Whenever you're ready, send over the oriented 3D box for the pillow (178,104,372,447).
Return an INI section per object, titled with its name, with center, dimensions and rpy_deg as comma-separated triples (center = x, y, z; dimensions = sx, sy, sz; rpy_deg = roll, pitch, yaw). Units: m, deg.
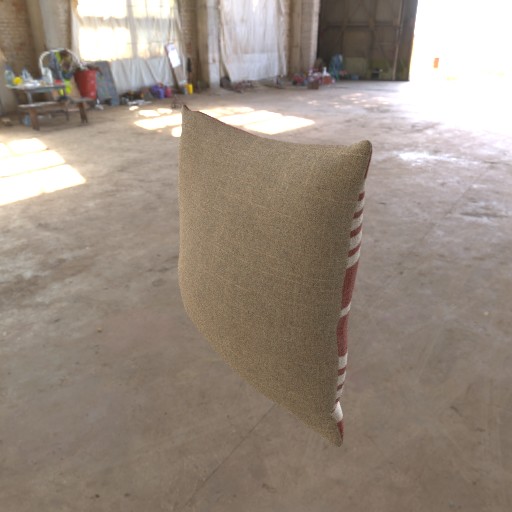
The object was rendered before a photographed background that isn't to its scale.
[pillow]
center = 0.000, 0.000, 0.700
dimensions = 0.182, 0.427, 0.439
rpy_deg = -17, 31, -31
